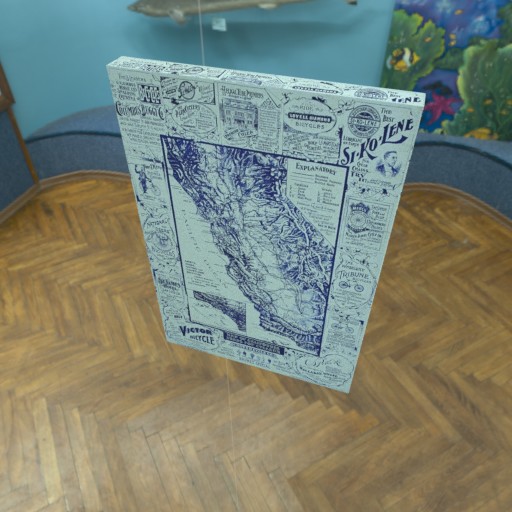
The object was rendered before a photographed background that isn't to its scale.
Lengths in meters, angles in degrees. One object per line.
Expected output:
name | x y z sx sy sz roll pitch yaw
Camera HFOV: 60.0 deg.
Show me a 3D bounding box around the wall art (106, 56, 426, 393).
wall art | 0.000 0.000 0.473 0.255 0.376 0.025 13 44 14
